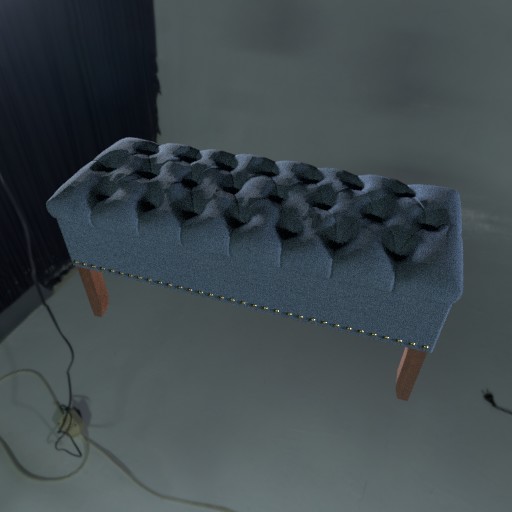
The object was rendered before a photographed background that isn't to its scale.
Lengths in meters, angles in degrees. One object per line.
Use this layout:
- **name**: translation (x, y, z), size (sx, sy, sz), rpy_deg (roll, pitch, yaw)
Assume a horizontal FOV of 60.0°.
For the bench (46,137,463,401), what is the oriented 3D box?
- **bench**: translation (0.000, 0.000, 1.331), size (1.052, 0.492, 0.417), rpy_deg (12, 42, 14)
